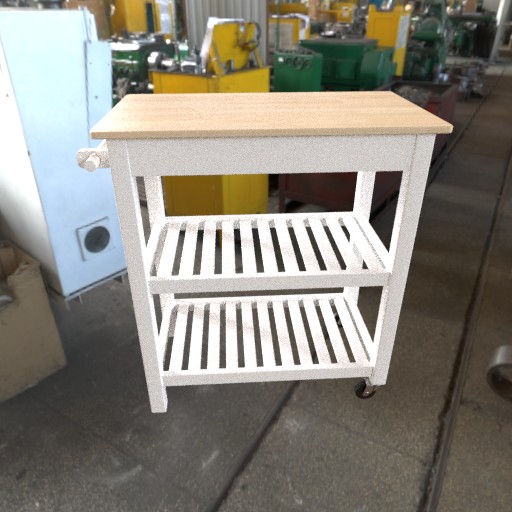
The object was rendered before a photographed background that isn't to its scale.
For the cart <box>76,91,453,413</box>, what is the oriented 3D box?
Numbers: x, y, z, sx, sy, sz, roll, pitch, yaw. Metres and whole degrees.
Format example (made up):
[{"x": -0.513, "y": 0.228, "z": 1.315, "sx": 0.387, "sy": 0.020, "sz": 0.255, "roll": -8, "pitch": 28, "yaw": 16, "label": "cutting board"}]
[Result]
[{"x": 0.000, "y": 0.000, "z": 1.435, "sx": 0.899, "sy": 0.927, "sz": 0.457, "roll": -2, "pitch": 30, "yaw": -3, "label": "cart"}]
